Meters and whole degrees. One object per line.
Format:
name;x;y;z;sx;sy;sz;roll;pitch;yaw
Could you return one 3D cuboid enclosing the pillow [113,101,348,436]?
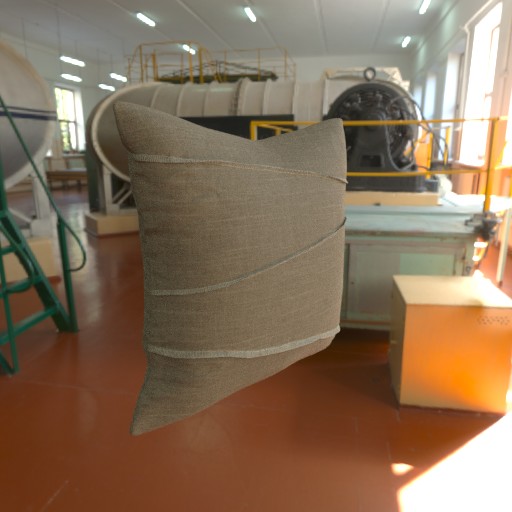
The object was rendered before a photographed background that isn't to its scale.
pillow;0.000;0.000;0.643;0.424;0.400;0.169;-13;19;-43
